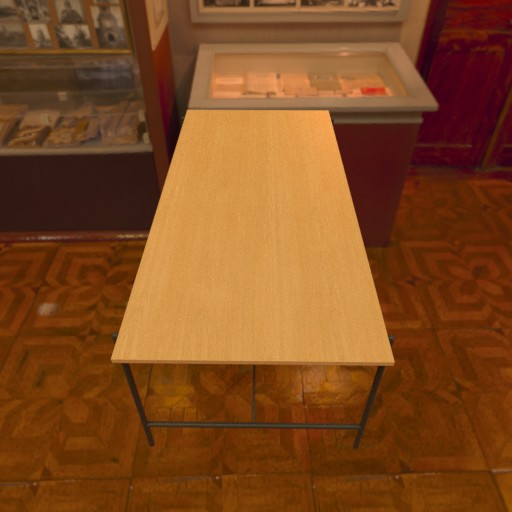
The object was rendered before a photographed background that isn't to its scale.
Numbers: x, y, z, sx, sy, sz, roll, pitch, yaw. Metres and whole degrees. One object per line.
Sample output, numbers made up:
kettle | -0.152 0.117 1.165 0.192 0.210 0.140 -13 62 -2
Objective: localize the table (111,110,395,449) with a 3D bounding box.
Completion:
table | 0.000 0.000 2.255 0.900 0.758 1.800 0 42 1
